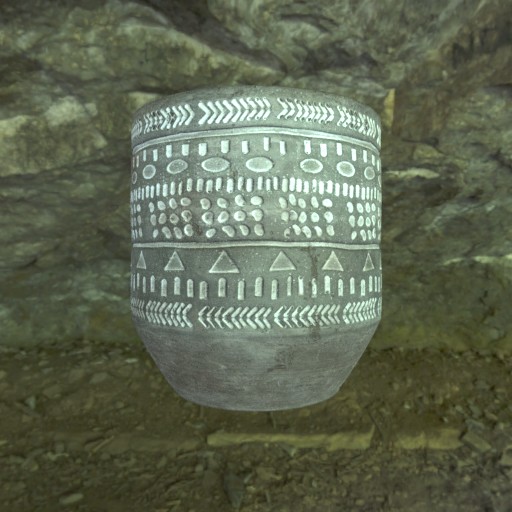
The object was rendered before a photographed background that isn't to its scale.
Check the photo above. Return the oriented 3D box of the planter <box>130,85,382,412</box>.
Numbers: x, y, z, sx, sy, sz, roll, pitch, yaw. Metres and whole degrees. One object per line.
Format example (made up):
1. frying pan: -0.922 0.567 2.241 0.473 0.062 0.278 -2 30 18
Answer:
1. planter: 0.000 0.000 0.260 0.142 0.149 0.142 0 1 0
